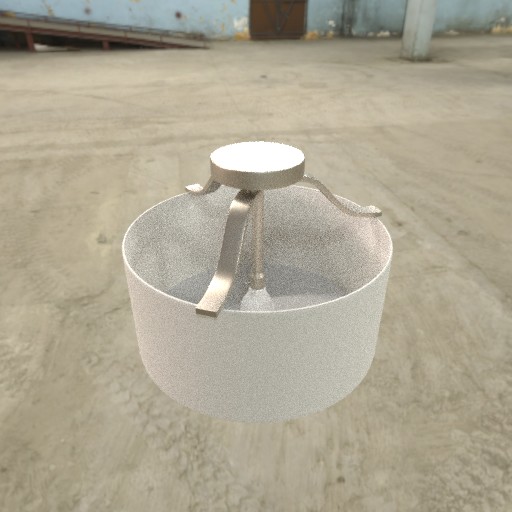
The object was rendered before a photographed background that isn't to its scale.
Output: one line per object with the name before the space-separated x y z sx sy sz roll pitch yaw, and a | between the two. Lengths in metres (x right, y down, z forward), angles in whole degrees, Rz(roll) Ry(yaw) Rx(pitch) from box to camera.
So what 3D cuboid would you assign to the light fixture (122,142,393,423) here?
light fixture | 0.000 0.000 0.659 0.395 0.304 0.395 0 31 0
